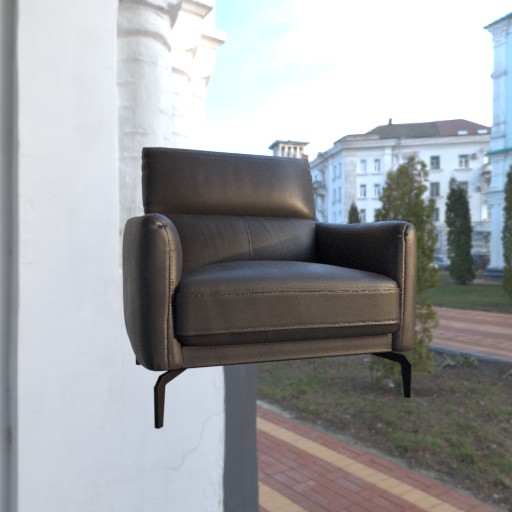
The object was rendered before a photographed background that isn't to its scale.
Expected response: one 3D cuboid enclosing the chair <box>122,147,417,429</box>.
[{"bbox_3d":[0.000,0.000,1.705,0.976,0.949,0.809,0,0,-19],"label":"chair"}]
